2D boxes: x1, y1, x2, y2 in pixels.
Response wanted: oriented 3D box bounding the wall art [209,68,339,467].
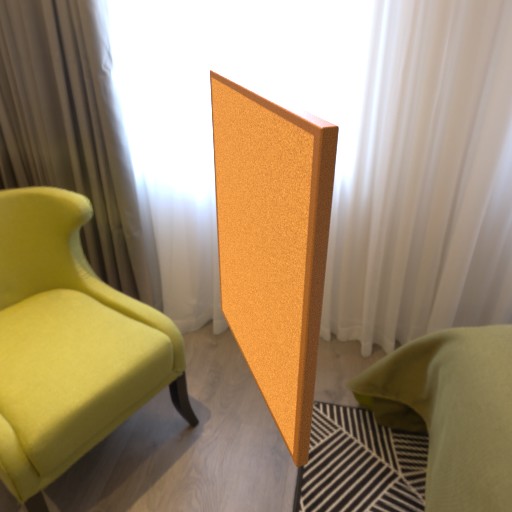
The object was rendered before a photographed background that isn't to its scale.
[{"bbox_3d":[0.000,0.000,0.531,0.015,0.379,0.310,-10,32,-17],"label":"wall art"}]
